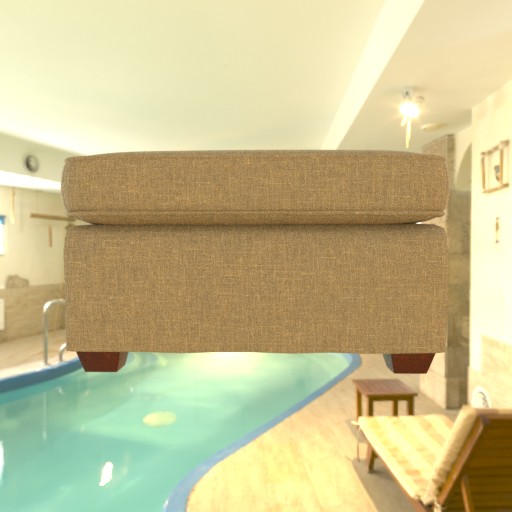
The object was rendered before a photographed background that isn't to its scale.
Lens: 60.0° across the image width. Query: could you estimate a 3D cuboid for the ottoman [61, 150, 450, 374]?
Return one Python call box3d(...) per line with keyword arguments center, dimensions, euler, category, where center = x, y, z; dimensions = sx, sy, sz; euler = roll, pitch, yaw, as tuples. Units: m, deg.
box3d(center=(0.000, 0.000, 1.093), dimensions=(0.762, 0.457, 0.559), euler=(0, 1, 1), category="ottoman")
